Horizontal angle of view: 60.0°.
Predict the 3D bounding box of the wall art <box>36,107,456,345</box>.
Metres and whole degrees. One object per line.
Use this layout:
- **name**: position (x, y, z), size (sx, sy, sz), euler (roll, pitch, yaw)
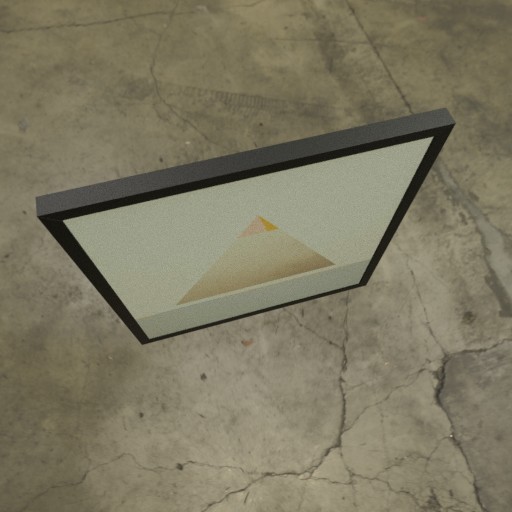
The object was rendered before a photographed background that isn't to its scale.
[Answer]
- **wall art**: position (0.000, 0.000, 1.134), size (0.769, 0.766, 0.042), euler (-14, 64, -7)
